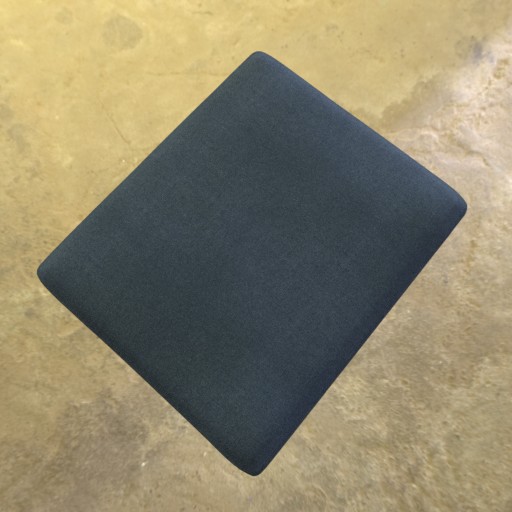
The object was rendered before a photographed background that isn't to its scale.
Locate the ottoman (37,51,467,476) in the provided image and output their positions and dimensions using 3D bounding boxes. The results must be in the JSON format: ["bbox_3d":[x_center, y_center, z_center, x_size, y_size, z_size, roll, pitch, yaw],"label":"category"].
[{"bbox_3d":[0.000,0.000,1.215,0.693,0.474,0.821,40,79,9],"label":"ottoman"}]
